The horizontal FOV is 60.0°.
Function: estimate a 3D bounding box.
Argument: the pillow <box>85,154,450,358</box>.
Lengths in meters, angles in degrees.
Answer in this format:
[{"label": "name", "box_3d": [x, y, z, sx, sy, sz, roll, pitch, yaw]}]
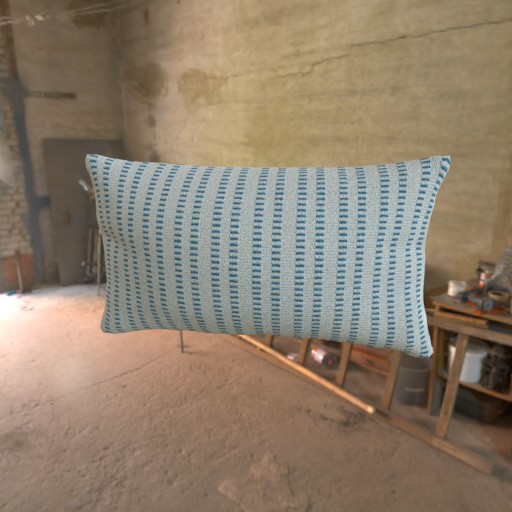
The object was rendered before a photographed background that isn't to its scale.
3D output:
[{"label": "pillow", "box_3d": [0.000, 0.000, 0.793, 0.640, 0.353, 0.210, 2, 15, 9]}]
